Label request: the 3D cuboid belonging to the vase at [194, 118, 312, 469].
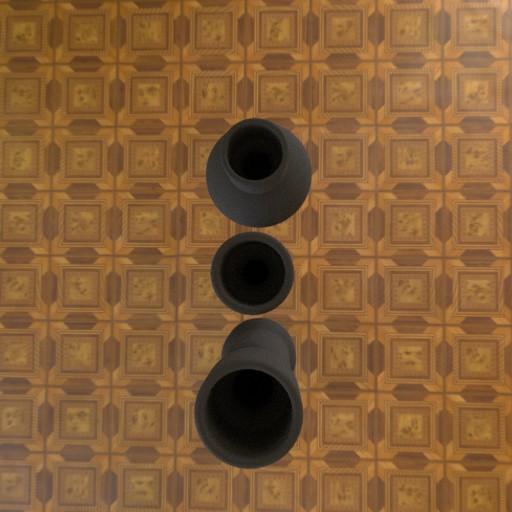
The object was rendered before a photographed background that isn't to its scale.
[{"bbox_3d":[0.000,0.000,0.429,0.120,0.249,0.307,0,88,2],"label":"vase"}]
